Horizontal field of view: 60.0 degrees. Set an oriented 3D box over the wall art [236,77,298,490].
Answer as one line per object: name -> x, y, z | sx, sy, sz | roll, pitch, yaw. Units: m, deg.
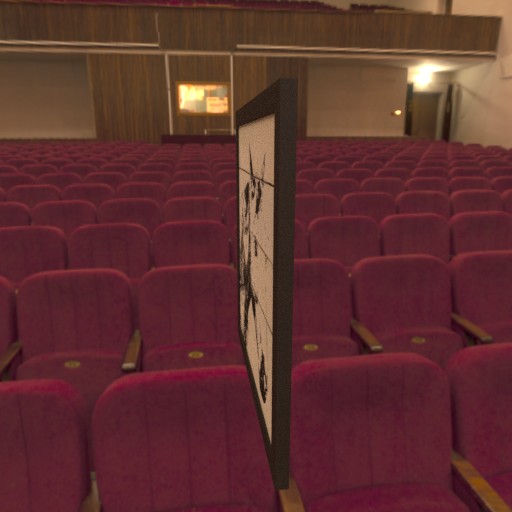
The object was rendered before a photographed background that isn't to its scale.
wall art -> 0.000, 0.000, 1.530 | 0.038, 1.016, 1.016 | -2, 14, -8
